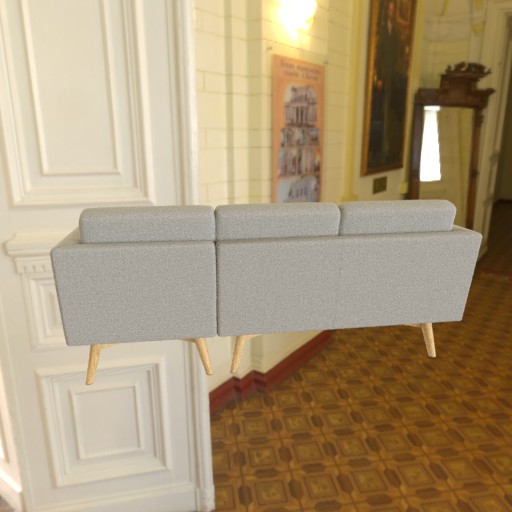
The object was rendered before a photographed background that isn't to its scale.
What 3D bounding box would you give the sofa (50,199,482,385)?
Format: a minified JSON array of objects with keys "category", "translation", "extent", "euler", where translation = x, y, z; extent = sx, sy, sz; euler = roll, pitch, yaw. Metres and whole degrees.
[{"category":"sofa","translation":[0.000,0.000,2.816],"extent":[2.040,0.860,1.530],"euler":[-2,15,-8]}]
